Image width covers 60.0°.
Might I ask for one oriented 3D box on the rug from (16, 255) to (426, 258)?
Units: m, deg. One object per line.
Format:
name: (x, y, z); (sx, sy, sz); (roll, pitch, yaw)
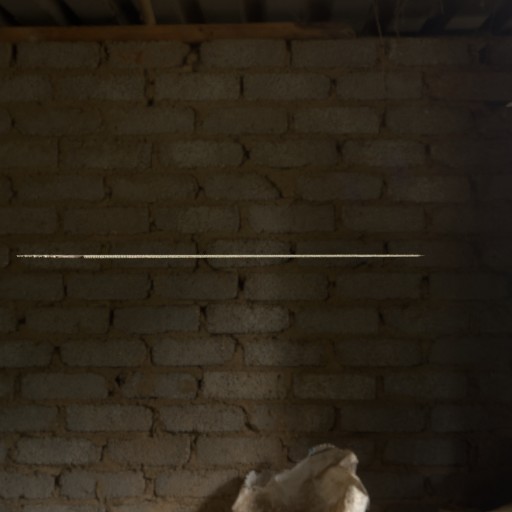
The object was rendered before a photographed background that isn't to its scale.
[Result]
rug: (0.000, 0.000, 2.658); (2.440, 0.013, 0.769); (0, 0, -38)
